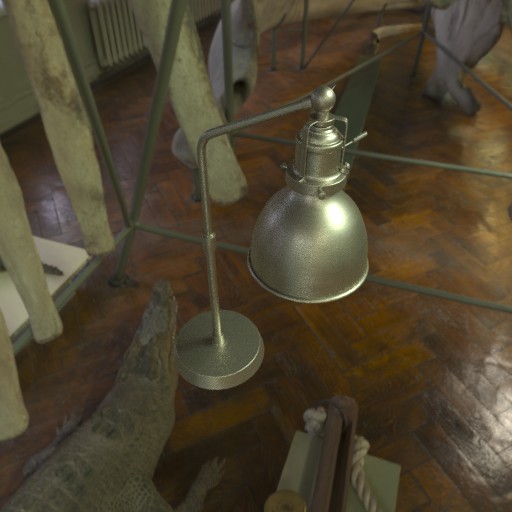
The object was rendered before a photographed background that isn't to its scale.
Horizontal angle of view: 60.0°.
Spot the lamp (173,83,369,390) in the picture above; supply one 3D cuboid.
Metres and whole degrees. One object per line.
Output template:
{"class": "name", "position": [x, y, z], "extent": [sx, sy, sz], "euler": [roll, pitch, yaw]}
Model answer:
{"class": "lamp", "position": [0.000, 0.000, 0.579], "extent": [0.286, 0.456, 0.153], "euler": [13, 43, 15]}
